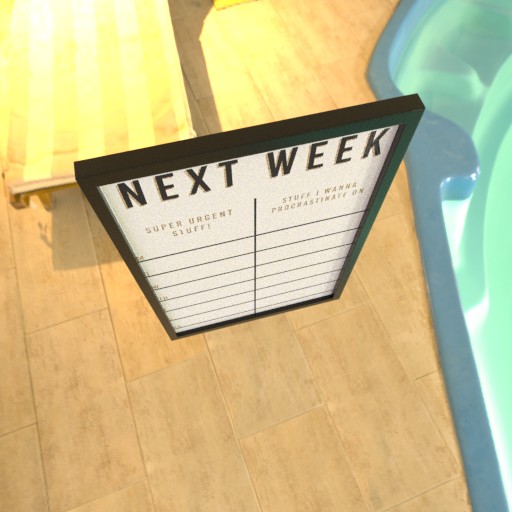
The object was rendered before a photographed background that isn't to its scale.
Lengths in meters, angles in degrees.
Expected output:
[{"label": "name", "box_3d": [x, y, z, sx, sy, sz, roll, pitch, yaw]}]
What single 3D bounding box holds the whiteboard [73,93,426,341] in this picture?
[{"label": "whiteboard", "box_3d": [0.000, 0.000, 0.773, 0.406, 0.611, 0.026, -13, 64, -7]}]
